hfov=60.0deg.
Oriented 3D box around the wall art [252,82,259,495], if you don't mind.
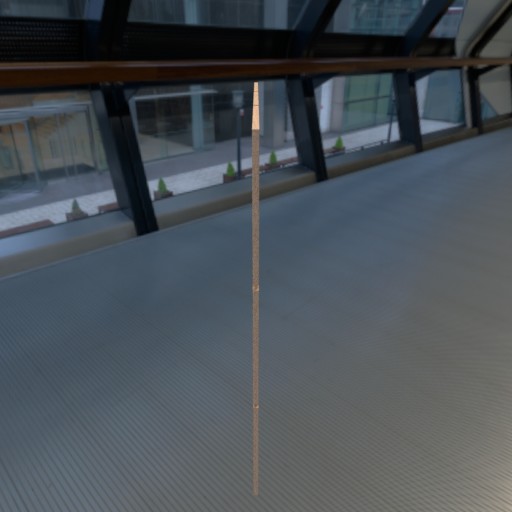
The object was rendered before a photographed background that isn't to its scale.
[{"bbox_3d":[0.000,0.000,1.343,0.012,0.910,0.917,0,26,0],"label":"wall art"}]
